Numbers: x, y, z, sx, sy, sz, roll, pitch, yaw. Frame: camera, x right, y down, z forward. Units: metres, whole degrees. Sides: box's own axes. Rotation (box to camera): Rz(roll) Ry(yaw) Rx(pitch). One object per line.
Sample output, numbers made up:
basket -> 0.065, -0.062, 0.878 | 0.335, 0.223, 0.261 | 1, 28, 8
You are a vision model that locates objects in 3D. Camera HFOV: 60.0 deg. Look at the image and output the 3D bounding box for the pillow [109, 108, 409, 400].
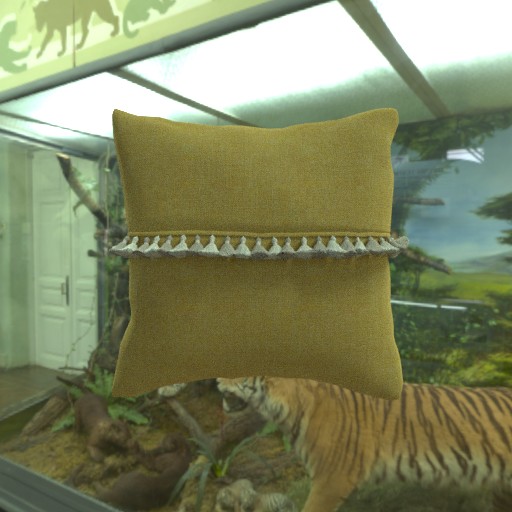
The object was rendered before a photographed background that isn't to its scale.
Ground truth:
pillow -> 0.000, 0.000, 0.715 | 0.485, 0.481, 0.167 | 0, 2, 1
